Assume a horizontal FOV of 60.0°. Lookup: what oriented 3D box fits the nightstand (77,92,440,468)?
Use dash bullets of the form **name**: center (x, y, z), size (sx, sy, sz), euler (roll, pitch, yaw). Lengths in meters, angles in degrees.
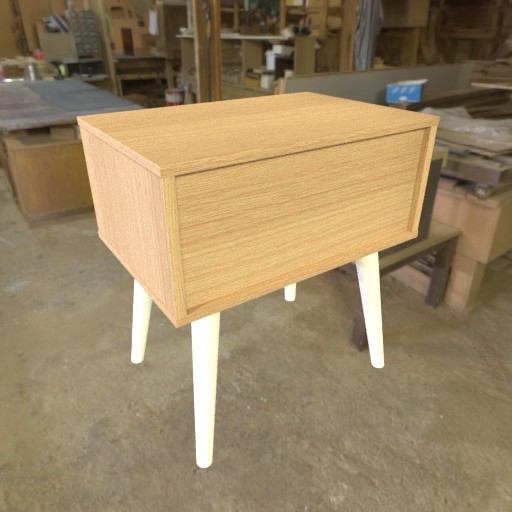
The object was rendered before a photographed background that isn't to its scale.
- **nightstand**: center (0.000, 0.000, 0.994), size (0.571, 0.610, 0.407), euler (-18, 33, -30)
